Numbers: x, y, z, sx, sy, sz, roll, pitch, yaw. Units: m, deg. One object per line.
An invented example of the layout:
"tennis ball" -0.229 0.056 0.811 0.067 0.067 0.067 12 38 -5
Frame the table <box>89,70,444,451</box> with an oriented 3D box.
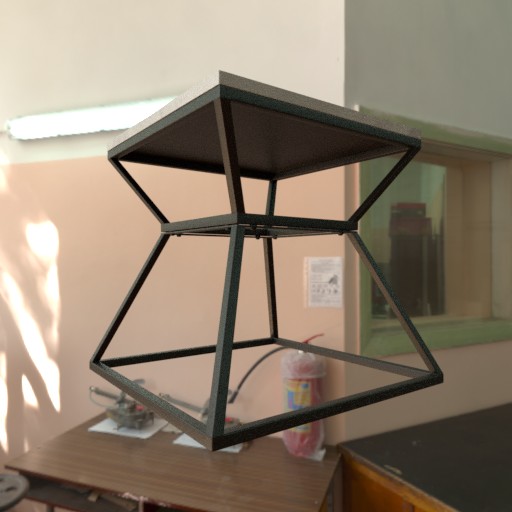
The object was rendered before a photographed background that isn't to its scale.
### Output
"table" 0.000 0.000 0.799 0.455 0.431 0.455 0 -1 -36
